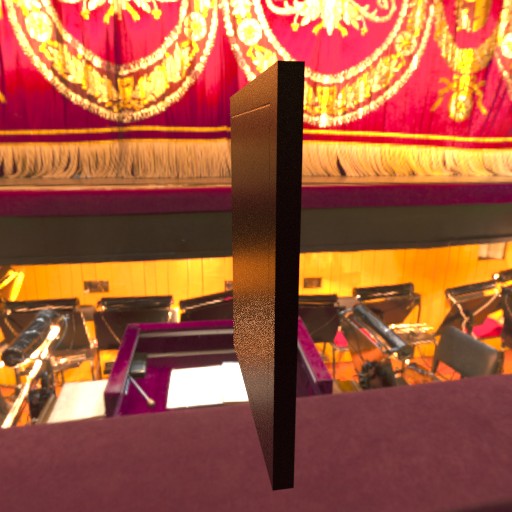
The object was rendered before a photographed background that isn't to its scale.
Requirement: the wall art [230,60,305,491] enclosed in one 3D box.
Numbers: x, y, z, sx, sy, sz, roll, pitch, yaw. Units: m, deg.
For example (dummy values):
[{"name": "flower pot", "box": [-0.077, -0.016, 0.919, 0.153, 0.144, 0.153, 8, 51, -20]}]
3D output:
[{"name": "wall art", "box": [0.000, 0.000, 0.771, 0.031, 0.558, 0.461, -2, 15, -9]}]
